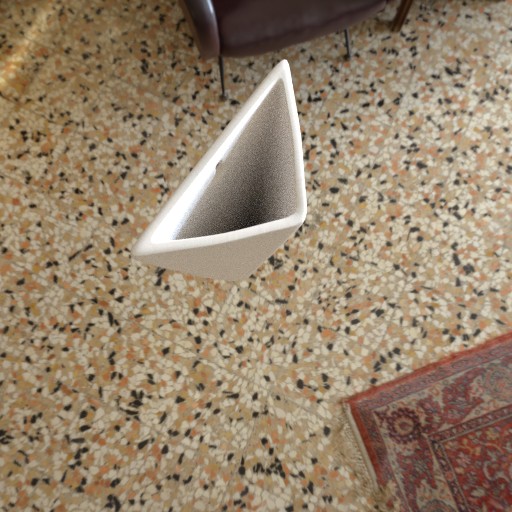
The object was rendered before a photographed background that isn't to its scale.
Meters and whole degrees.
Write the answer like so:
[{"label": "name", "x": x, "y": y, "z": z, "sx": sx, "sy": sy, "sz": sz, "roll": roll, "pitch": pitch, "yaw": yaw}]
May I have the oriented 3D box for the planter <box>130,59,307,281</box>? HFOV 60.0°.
[{"label": "planter", "x": 0.000, "y": 0.000, "z": 0.400, "sx": 0.065, "sy": 0.338, "sz": 0.143, "roll": 34, "pitch": 78, "yaw": 8}]
